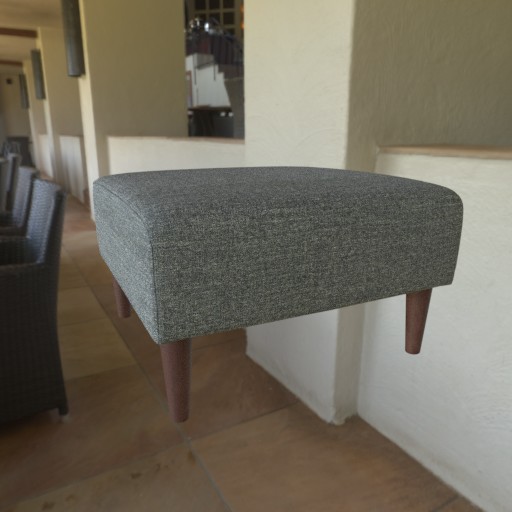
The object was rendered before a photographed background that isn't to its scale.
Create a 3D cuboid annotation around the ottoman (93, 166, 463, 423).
[{"bbox_3d":[0.000,0.000,1.065,0.655,0.399,0.648,-8,17,-25],"label":"ottoman"}]
